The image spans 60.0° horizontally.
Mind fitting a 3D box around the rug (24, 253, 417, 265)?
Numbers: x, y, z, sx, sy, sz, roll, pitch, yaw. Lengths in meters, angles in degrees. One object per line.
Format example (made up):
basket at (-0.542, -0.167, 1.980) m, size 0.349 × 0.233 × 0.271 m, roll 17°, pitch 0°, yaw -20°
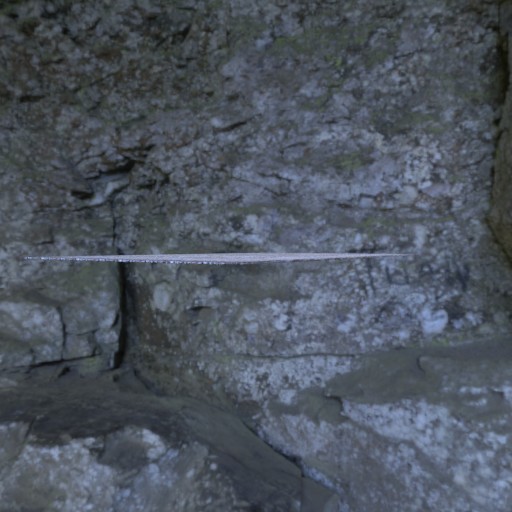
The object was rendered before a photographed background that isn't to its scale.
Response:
rug at (0.000, 0.000, 2.523) m, size 1.237 × 0.010 × 2.029 m, roll 1°, pitch 1°, yaw 36°
